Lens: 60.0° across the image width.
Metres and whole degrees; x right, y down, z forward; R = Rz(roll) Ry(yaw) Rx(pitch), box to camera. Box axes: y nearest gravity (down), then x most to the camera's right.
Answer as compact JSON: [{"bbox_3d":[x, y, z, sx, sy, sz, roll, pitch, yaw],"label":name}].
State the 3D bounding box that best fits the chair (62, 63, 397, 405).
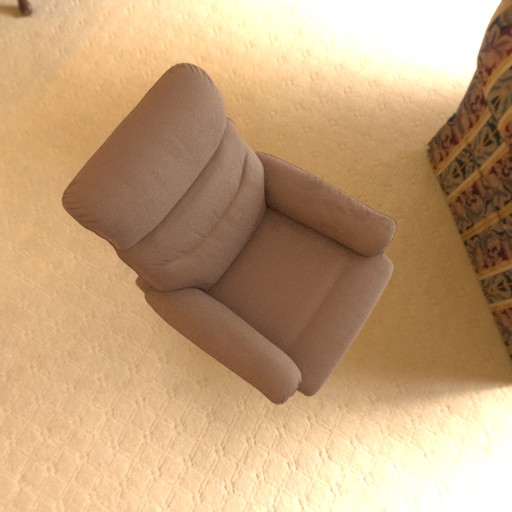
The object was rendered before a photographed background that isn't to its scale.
[{"bbox_3d":[0.000,0.000,1.722,1.004,1.037,0.820,34,78,8],"label":"chair"}]
